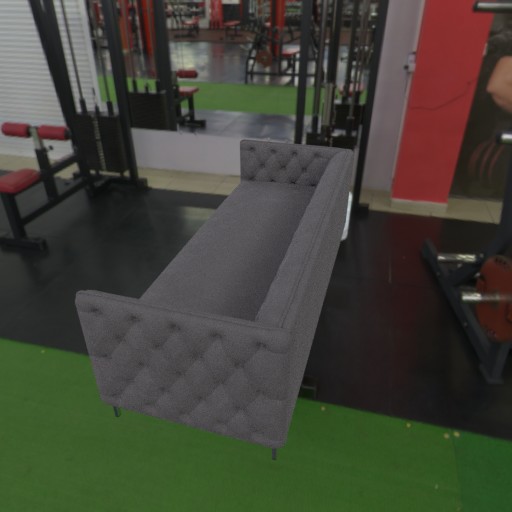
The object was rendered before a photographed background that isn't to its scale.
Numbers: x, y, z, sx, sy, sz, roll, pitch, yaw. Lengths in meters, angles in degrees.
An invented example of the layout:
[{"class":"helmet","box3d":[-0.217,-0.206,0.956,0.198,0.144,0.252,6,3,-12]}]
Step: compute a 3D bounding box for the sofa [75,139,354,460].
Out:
[{"class":"sofa","box3d":[0.000,0.000,2.710,0.895,0.771,2.209,9,33,14]}]
